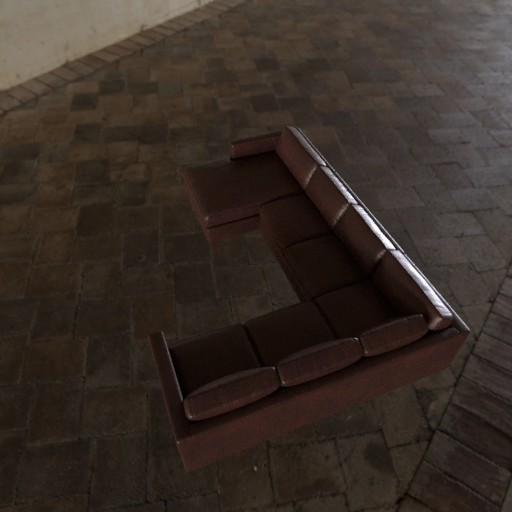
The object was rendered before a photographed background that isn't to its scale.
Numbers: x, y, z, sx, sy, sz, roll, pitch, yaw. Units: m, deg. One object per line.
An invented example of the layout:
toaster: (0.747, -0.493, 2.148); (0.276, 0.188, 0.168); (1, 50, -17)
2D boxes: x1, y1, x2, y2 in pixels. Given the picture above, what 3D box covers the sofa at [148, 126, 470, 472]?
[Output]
sofa: (0.000, 0.000, 4.538); (2.452, 0.891, 3.324); (-16, 49, -14)
